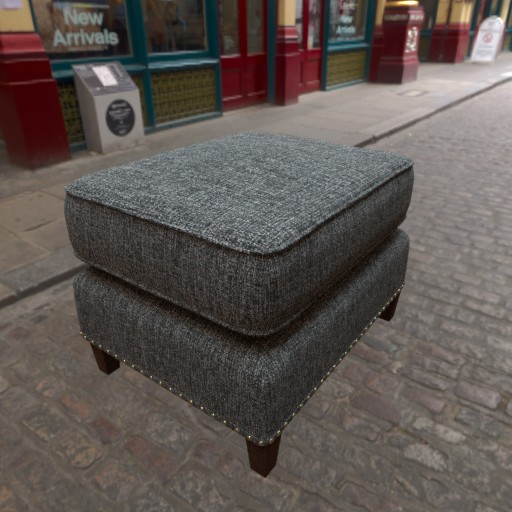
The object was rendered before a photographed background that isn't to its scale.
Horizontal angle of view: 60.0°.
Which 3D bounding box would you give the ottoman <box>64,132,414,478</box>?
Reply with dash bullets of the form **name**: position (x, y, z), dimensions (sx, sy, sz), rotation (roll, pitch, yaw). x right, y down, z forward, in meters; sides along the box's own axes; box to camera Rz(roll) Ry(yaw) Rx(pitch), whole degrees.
- **ottoman**: position (0.000, 0.000, 1.147), dimensions (0.589, 0.537, 0.738), rotation (19, 33, 32)
